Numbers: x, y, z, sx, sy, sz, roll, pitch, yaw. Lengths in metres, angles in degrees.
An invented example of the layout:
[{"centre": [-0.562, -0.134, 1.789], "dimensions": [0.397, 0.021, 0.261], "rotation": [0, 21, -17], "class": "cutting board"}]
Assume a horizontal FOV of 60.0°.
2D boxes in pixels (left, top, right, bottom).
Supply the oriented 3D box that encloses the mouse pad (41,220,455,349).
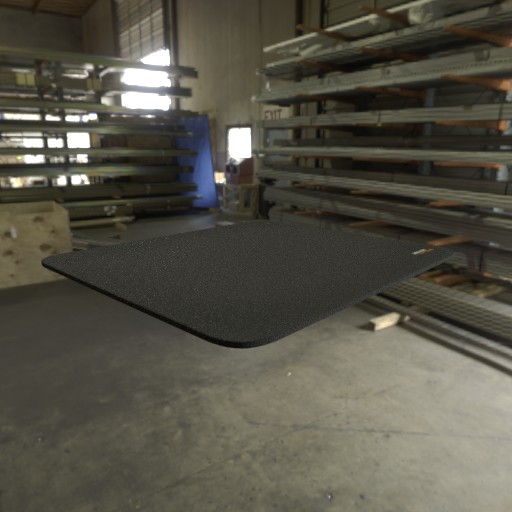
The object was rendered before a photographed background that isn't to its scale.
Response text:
[{"centre": [0.000, 0.000, 0.314], "dimensions": [0.203, 0.003, 0.229], "rotation": [13, 19, 42], "class": "mouse pad"}]
